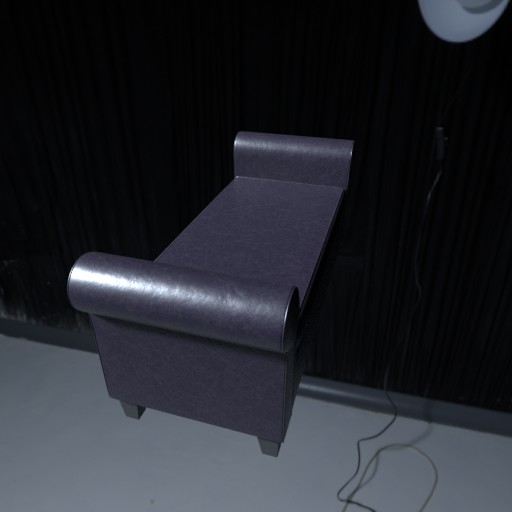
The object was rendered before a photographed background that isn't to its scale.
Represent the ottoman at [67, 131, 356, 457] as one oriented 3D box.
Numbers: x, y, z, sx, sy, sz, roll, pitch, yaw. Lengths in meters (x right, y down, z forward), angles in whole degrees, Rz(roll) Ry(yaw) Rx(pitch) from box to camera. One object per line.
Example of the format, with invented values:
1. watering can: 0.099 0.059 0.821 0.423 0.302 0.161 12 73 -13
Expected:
1. ottoman: 0.000 0.000 1.555 0.521 0.547 1.256 9 32 15
